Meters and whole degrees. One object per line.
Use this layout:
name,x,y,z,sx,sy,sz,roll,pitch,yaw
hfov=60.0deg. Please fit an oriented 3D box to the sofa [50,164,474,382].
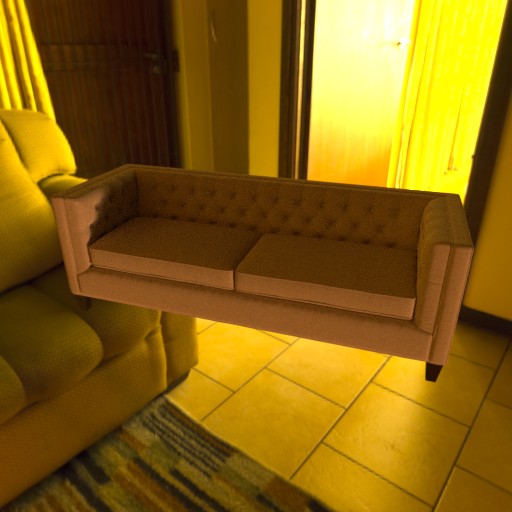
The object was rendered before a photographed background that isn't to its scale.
sofa,0.000,0.000,2.629,2.159,0.762,0.775,8,27,16
